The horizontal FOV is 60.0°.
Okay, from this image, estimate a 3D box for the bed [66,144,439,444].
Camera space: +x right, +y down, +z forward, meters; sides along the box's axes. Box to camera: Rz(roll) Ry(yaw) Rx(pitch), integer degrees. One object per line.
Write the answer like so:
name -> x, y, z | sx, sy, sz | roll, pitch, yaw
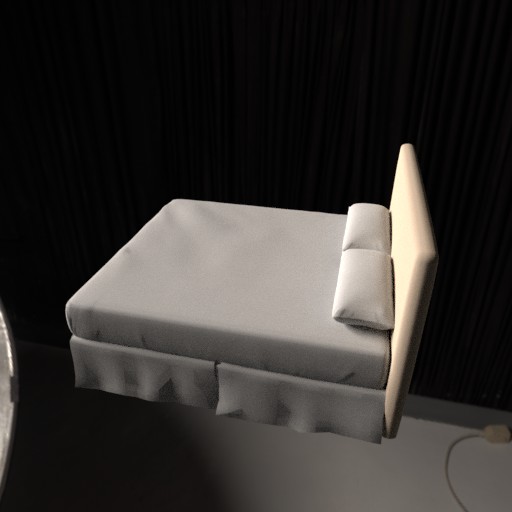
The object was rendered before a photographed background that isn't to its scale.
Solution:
bed -> 0.000, 0.000, 3.252 | 2.142, 1.330, 1.884 | 7, 31, 12
